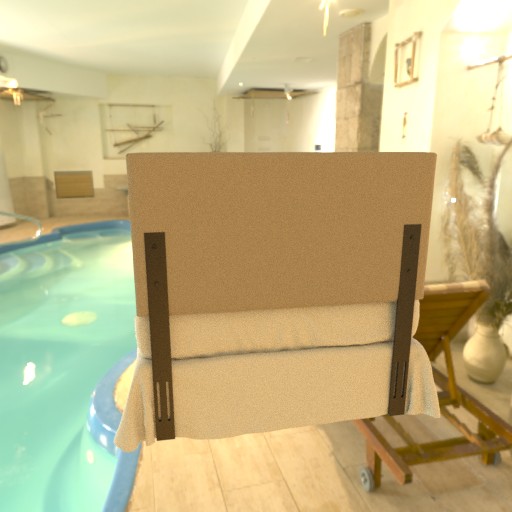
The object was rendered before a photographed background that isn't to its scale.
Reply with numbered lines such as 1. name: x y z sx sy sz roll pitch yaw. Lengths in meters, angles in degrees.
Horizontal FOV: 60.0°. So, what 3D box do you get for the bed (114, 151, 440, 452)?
1. bed: 0.000 0.000 3.398 1.936 1.577 2.222 -2 14 -9
